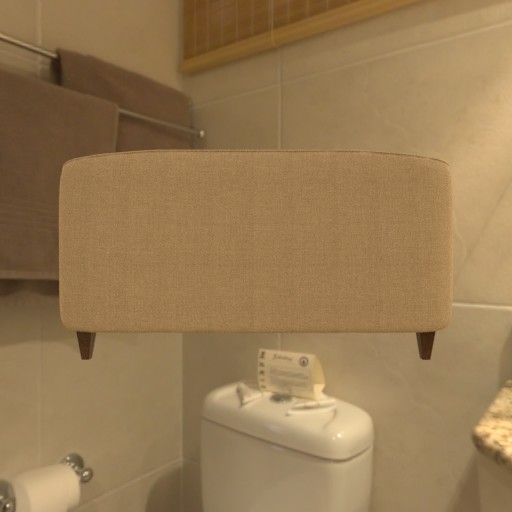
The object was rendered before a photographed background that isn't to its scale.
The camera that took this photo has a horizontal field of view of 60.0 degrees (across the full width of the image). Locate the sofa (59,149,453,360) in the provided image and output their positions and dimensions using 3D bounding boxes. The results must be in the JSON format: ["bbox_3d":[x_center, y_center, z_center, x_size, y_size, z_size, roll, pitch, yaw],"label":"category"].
[{"bbox_3d":[0.000,0.000,2.204,1.733,0.855,0.941,0,1,0],"label":"sofa"}]
